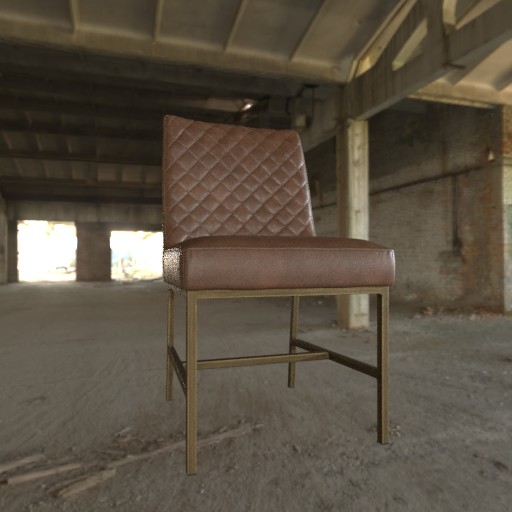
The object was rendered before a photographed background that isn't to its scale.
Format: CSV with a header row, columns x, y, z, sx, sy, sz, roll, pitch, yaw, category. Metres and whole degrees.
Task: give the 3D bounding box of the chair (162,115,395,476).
x,y,z,sx,sy,sz,roll,pitch,yaw,category
0.000,0.000,1.227,0.508,0.889,0.587,0,0,-19,chair
